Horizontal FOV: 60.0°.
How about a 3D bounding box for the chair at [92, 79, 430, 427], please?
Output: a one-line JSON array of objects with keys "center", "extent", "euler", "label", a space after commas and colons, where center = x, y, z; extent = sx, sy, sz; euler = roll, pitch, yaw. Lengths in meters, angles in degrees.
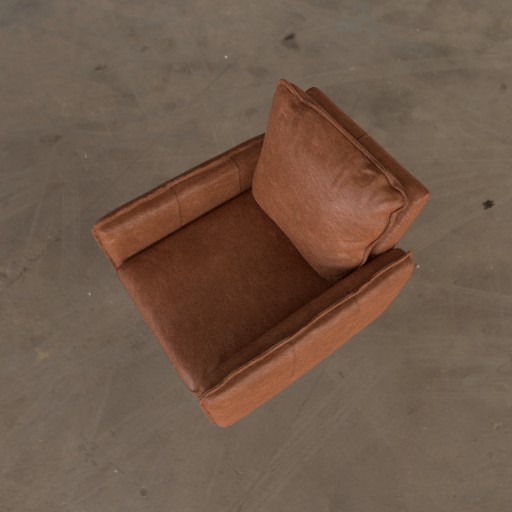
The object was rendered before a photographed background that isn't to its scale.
[{"center": [0.000, 0.000, 1.646], "extent": [0.922, 0.922, 0.830], "euler": [-32, 67, -15], "label": "chair"}]
